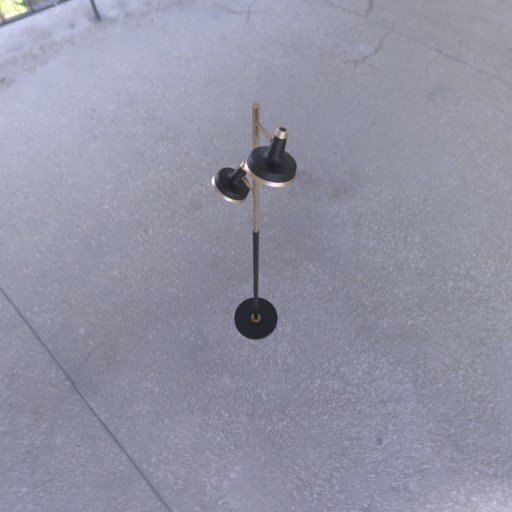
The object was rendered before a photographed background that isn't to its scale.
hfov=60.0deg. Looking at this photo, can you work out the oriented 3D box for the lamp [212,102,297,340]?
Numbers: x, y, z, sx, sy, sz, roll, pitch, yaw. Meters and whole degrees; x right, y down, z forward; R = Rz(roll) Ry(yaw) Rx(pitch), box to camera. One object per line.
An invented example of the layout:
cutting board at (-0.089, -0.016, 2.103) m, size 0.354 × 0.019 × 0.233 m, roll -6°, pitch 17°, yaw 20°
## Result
lamp at (0.000, 0.000, 1.828) m, size 0.253 × 1.674 × 0.351 m, roll -30°, pitch 68°, yaw -14°
